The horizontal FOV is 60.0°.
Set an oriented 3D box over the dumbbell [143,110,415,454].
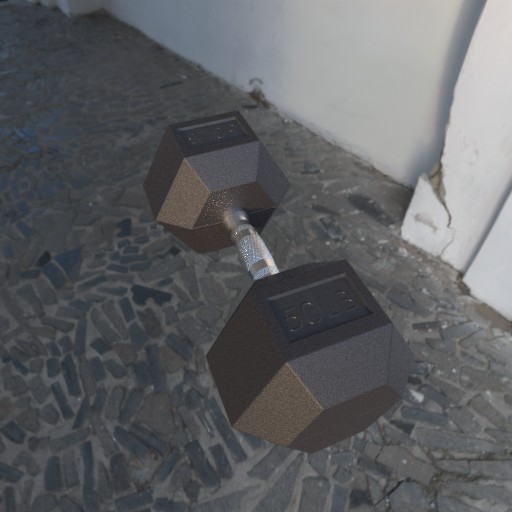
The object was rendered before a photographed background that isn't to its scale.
[{"bbox_3d":[0.000,0.000,0.472,0.173,0.150,0.384,-17,50,-15],"label":"dumbbell"}]
